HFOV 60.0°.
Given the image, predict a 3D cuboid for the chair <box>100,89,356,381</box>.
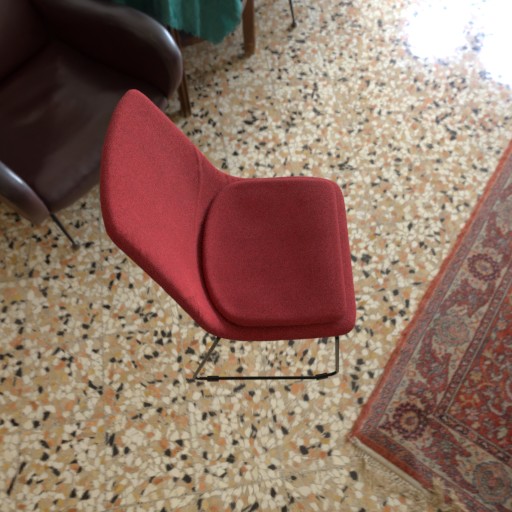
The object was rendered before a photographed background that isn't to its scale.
[{"bbox_3d":[0.000,0.000,1.125,0.518,0.858,0.479,0,65,0],"label":"chair"}]
